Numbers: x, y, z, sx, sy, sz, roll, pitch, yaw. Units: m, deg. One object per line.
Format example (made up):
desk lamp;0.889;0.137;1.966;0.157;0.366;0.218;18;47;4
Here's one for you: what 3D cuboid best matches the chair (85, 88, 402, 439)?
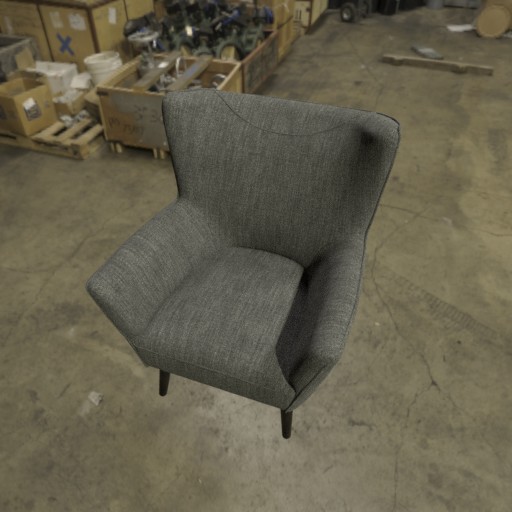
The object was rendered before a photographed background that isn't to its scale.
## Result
chair;0.000;0.000;1.565;0.781;0.933;0.888;13;43;15
